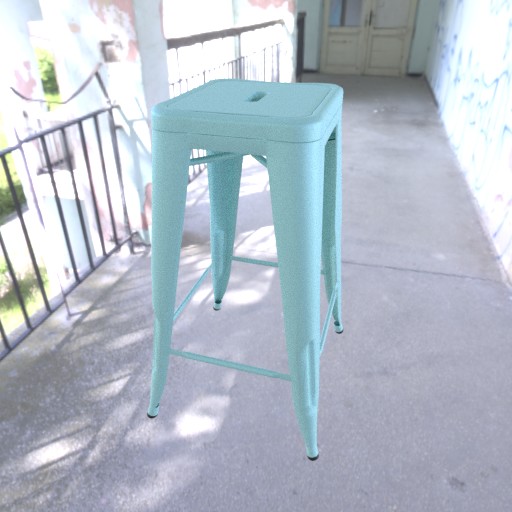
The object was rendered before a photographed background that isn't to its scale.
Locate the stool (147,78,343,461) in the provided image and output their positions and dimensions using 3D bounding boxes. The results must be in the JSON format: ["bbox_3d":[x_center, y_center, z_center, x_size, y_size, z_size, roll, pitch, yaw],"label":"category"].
[{"bbox_3d":[0.000,0.000,0.874,0.359,0.609,0.399,9,32,14],"label":"stool"}]
